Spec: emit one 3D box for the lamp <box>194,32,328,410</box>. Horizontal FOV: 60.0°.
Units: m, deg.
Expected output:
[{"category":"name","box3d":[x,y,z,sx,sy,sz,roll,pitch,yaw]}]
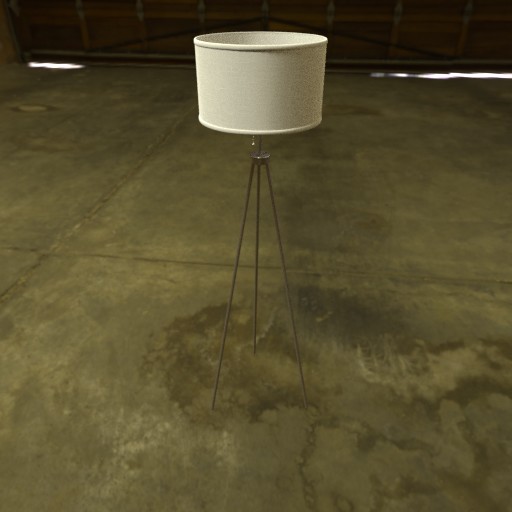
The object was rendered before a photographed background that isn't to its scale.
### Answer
[{"category":"lamp","box3d":[0.000,0.000,1.745,0.458,1.545,0.448,-22,38,-32]}]
